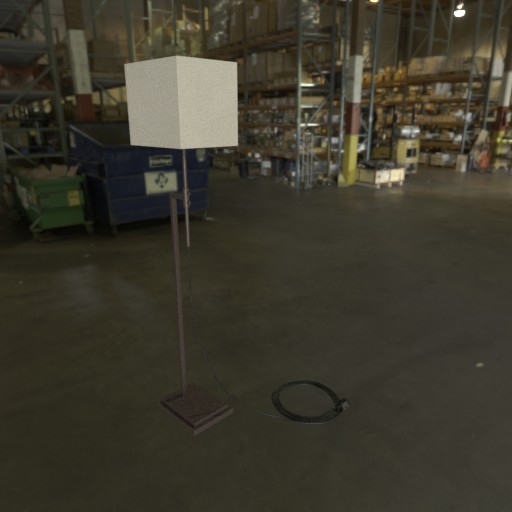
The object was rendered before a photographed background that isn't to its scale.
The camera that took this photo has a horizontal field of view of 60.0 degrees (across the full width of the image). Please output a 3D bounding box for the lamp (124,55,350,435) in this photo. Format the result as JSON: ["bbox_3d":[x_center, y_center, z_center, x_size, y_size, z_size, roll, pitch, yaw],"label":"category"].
[{"bbox_3d":[0.000,0.000,2.010,0.774,1.600,0.698,-16,24,-42],"label":"lamp"}]
